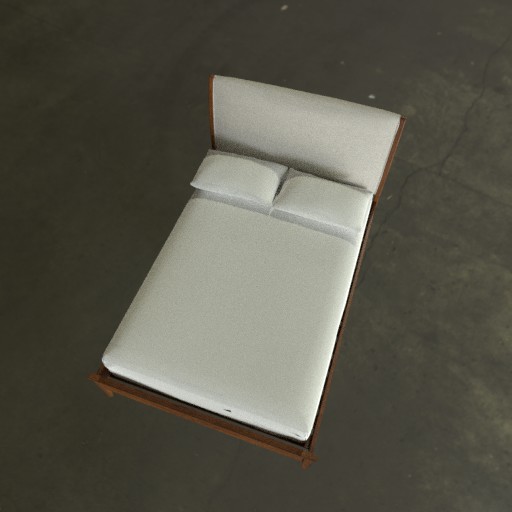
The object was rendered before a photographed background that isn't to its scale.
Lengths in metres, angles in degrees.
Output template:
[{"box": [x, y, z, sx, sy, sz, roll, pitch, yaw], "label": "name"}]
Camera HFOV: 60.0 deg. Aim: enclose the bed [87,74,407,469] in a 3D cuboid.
[{"box": [0.000, 0.000, 3.324, 1.612, 1.250, 2.380, 16, 58, 10], "label": "bed"}]
